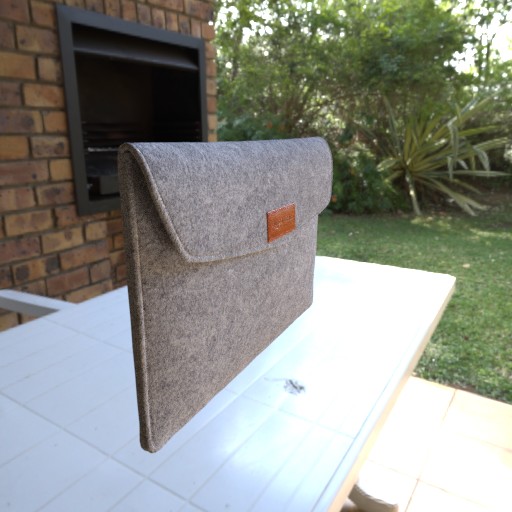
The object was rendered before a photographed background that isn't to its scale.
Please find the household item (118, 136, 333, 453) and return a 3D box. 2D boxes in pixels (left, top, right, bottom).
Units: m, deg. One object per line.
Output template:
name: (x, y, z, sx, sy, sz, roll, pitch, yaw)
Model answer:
household item: (0.000, 0.000, 0.431, 0.057, 0.221, 0.335, 8, 18, 26)
